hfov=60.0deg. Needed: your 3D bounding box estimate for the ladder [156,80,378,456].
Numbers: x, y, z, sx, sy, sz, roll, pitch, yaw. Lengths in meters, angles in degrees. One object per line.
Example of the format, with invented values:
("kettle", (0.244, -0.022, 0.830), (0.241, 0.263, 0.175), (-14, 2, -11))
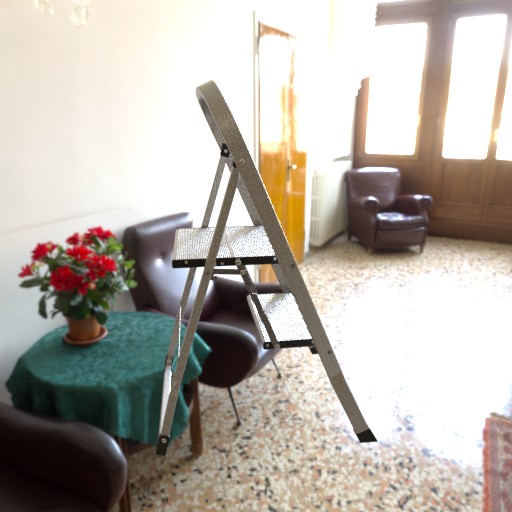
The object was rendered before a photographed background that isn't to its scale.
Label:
("ladder", (0.000, 0.000, 1.142), (0.530, 0.830, 0.465), (-2, 17, -8))
